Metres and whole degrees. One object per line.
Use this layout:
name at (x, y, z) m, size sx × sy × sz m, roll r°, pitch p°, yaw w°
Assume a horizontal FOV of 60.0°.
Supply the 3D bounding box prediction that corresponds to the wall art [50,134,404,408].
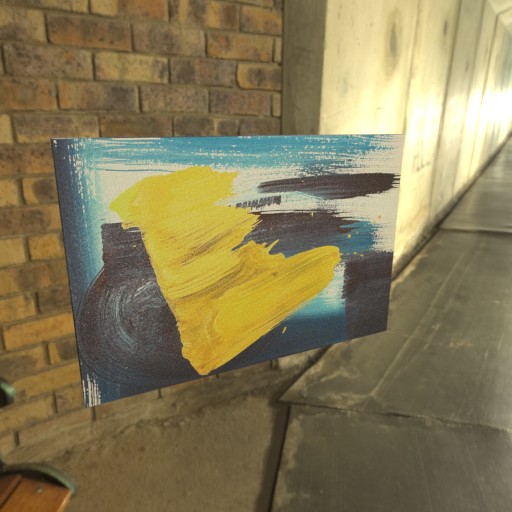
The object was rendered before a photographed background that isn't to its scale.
wall art at (0.000, 0.000, 0.776) m, size 0.609 × 0.406 × 0.033 m, roll -8°, pitch 18°, yaw -25°
